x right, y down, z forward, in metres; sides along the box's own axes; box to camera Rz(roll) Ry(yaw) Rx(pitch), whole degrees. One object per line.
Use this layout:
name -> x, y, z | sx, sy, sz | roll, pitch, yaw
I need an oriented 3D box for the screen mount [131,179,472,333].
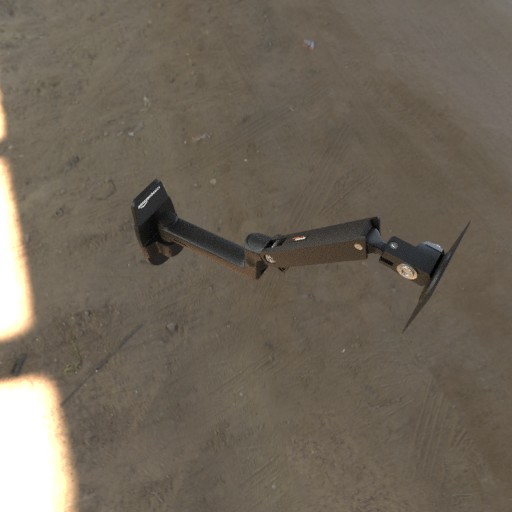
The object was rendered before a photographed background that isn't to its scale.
screen mount -> 0.000, 0.000, 0.731 | 0.495, 0.466, 0.115 | 30, 64, 17
